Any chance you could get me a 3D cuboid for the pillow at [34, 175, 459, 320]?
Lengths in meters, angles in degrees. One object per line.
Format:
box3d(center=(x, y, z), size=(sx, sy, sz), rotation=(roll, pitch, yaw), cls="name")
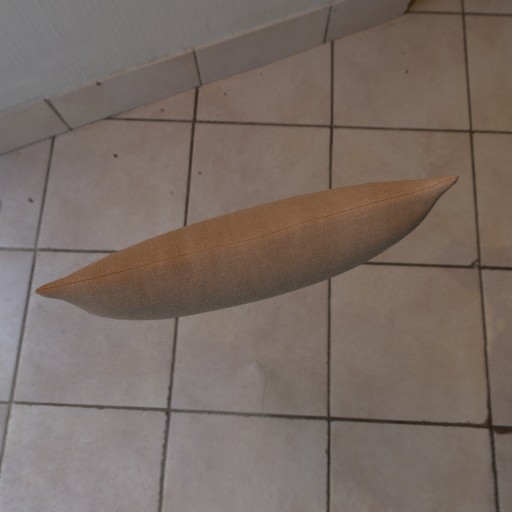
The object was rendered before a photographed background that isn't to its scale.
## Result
box3d(center=(0.000, 0.000, 0.748), size=(0.612, 0.308, 0.148), rotation=(-16, 77, -4), cls="pillow")
